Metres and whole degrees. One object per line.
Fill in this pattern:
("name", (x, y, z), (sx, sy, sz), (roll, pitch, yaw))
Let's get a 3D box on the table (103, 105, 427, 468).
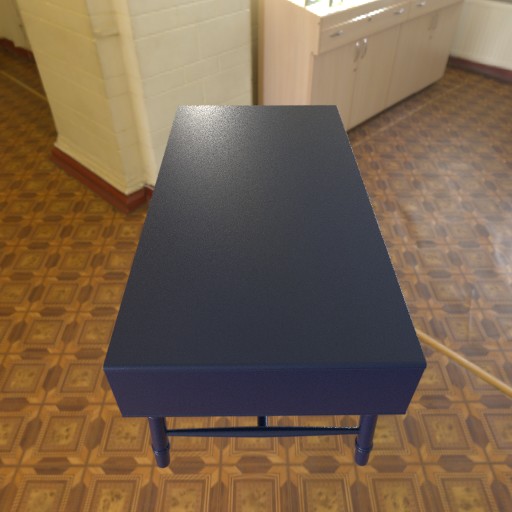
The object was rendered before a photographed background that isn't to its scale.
("table", (0.000, 0.000, 1.298), (0.572, 0.457, 1.067), (0, 42, 0))
